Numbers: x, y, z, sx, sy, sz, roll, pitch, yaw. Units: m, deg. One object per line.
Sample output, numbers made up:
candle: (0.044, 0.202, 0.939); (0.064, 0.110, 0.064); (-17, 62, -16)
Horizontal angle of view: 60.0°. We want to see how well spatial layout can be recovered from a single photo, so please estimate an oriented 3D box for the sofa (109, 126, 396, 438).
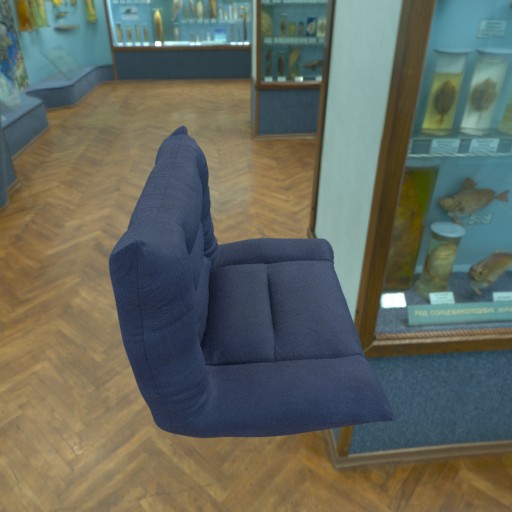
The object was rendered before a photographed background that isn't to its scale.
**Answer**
sofa: (0.000, 0.000, 1.727); (0.849, 0.778, 1.122); (-1, 32, -2)
